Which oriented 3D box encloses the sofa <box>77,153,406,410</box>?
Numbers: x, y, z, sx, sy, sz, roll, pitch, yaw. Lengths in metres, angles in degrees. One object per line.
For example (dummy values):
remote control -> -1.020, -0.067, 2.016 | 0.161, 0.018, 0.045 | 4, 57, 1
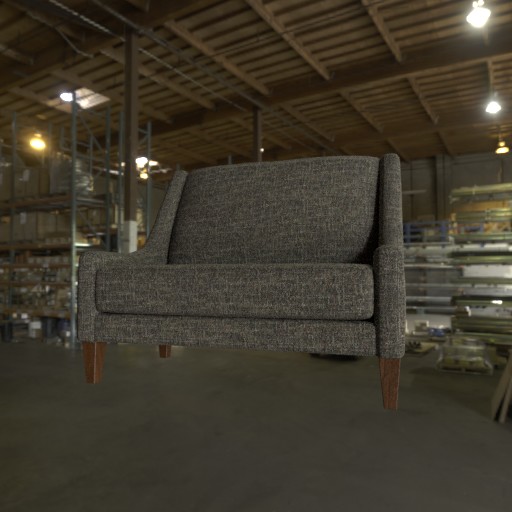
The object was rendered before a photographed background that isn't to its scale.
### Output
sofa -> 0.000, 0.000, 1.955 | 1.242, 1.021, 0.870 | -1, -3, 18
